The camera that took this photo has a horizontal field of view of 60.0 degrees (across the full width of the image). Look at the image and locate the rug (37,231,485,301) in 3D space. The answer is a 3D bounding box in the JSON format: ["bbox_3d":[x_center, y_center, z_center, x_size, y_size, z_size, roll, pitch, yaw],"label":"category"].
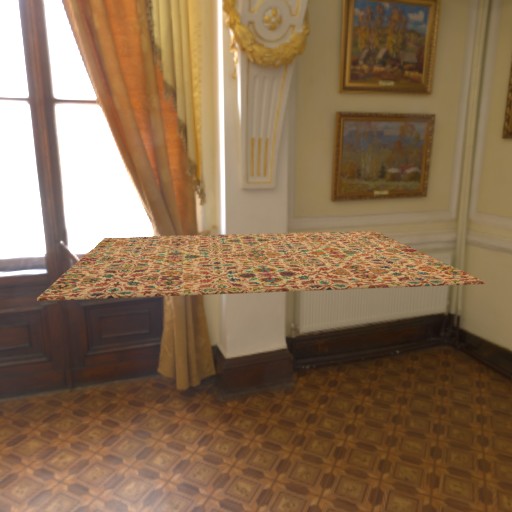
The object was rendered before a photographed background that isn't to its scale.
[{"bbox_3d":[0.000,0.000,2.987,2.297,0.018,1.541,-2,14,-7],"label":"rug"}]
